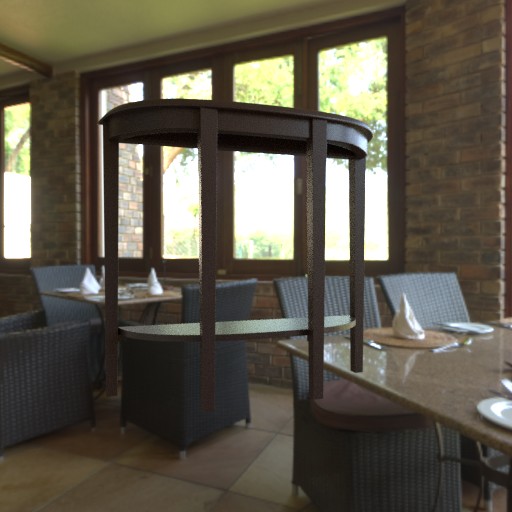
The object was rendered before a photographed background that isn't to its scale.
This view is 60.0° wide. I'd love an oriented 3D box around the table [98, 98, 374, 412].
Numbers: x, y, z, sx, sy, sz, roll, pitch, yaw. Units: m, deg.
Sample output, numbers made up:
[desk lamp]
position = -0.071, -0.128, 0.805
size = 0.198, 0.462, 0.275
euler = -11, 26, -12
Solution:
[table]
position = 0.000, 0.000, 1.343
size = 0.909, 0.831, 0.274
euler = 0, 1, -18
